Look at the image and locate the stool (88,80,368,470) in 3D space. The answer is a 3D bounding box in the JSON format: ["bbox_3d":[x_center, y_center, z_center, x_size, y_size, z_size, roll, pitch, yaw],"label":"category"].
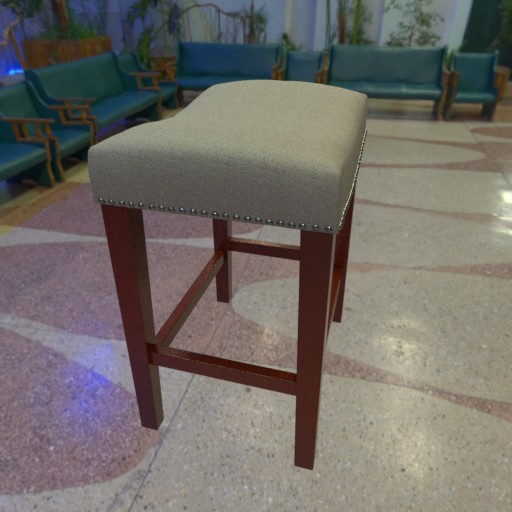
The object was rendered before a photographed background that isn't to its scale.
[{"bbox_3d":[0.000,0.000,0.937,0.375,0.632,0.509,8,32,14],"label":"stool"}]
